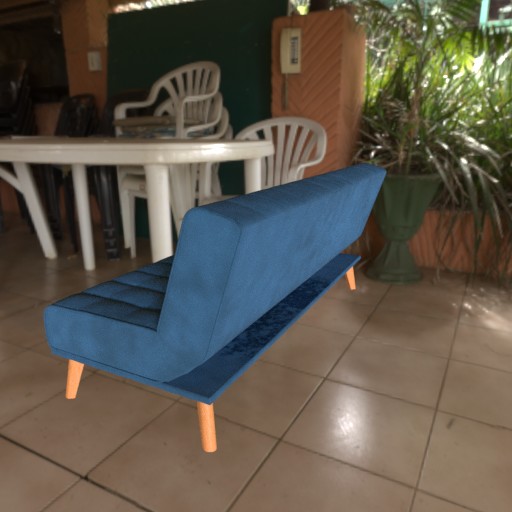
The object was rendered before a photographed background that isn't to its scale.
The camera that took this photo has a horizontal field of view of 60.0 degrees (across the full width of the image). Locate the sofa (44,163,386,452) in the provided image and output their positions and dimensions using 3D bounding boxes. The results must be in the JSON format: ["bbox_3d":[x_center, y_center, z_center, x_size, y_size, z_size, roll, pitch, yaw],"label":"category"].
[{"bbox_3d":[0.000,0.000,2.209,0.855,0.813,1.804,8,18,26],"label":"sofa"}]
